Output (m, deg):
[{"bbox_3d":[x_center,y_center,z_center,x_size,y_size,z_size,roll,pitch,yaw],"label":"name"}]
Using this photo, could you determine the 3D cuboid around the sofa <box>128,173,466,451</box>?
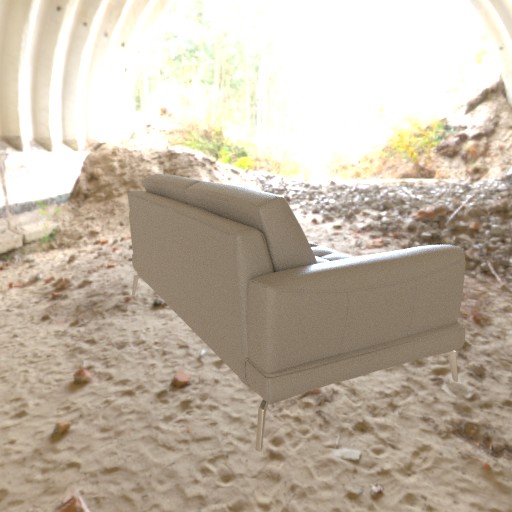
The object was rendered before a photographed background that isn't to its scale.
[{"bbox_3d":[0.000,0.000,2.685,1.121,0.930,2.177,-7,16,-27],"label":"sofa"}]
